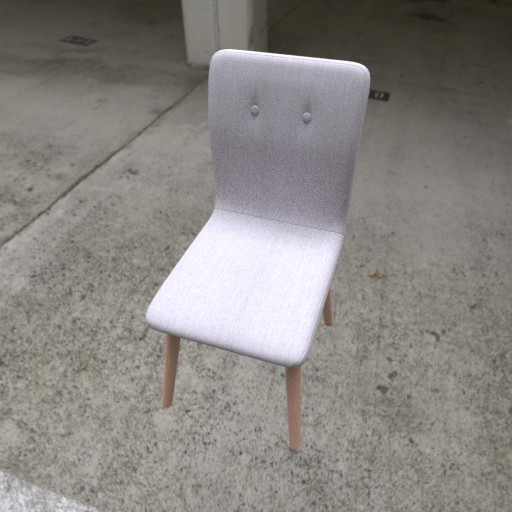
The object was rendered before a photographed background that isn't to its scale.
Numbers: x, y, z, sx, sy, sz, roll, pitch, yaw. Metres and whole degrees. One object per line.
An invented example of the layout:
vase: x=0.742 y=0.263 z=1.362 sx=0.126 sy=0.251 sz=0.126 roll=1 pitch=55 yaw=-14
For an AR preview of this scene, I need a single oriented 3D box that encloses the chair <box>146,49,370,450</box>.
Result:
chair: x=0.000 y=0.000 z=1.192 sx=0.435 sy=0.885 sz=0.550 roll=12 pitch=43 yaw=14
